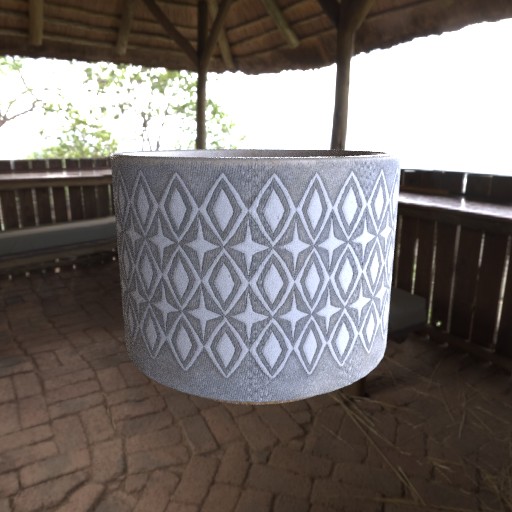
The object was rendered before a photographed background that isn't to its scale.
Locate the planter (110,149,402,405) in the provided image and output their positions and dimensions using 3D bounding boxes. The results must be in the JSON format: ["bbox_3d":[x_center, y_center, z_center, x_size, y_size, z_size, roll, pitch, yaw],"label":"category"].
[{"bbox_3d":[0.000,0.000,0.278,0.164,0.127,0.164,0,15,0],"label":"planter"}]
